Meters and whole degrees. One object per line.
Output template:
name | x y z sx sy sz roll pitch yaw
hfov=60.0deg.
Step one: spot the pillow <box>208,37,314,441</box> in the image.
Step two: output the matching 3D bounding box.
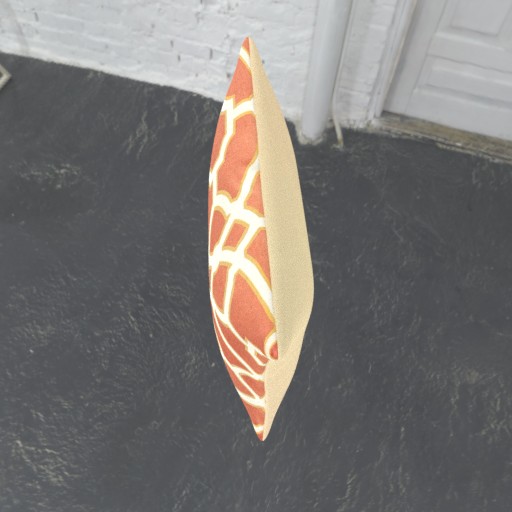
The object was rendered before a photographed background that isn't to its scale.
pillow | 0.000 0.000 0.807 0.166 0.508 0.552 -3 58 -2
